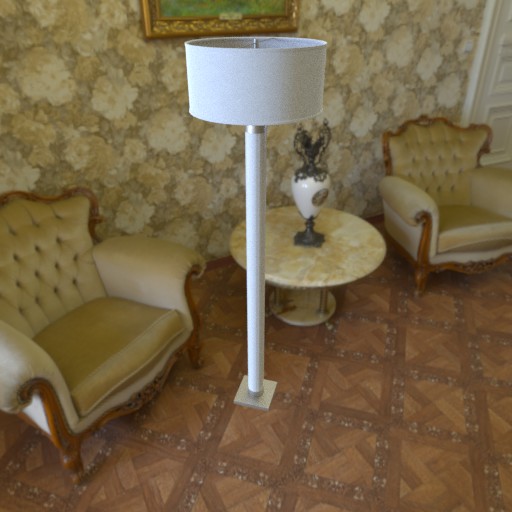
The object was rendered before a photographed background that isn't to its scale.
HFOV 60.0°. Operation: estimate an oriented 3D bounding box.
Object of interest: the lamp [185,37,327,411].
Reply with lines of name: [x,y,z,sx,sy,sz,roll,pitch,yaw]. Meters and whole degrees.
lamp: [0.000,0.000,1.672,0.420,1.475,0.420,8,31,14]
